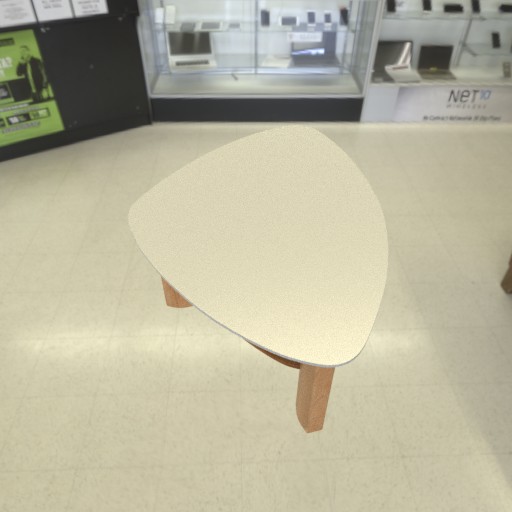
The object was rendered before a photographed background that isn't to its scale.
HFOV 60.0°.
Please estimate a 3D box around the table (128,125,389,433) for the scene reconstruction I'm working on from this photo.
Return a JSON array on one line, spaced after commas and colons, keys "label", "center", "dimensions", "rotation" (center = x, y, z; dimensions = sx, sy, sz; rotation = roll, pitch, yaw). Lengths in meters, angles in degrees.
[{"label": "table", "center": [0.000, 0.000, 1.647], "dimensions": [0.850, 0.440, 1.250], "rotation": [0, 42, 0]}]
